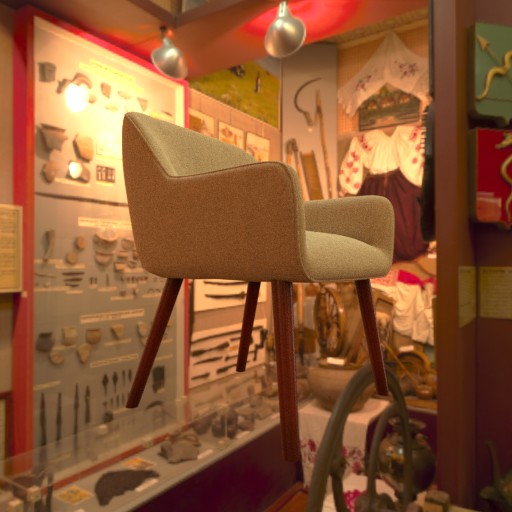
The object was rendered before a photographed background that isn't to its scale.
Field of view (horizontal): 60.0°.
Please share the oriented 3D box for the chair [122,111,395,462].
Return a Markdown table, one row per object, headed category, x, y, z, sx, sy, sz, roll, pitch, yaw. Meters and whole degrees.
| category | x | y | z | sx | sy | sz | roll | pitch | yaw |
| --- | --- | --- | --- | --- | --- | --- | --- | --- | --- |
| chair | 0.000 | 0.000 | 1.256 | 0.610 | 0.813 | 0.610 | -1 | -1 | 35 |
